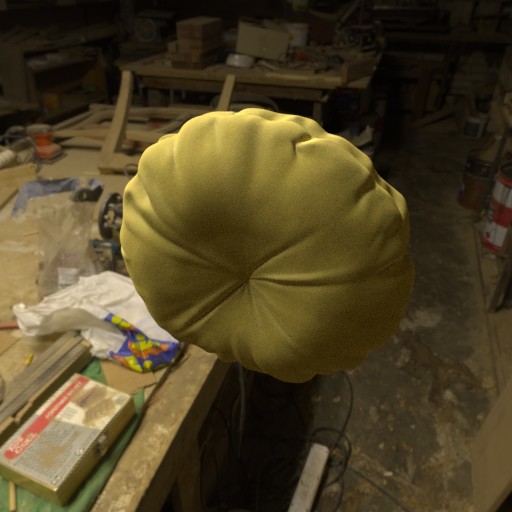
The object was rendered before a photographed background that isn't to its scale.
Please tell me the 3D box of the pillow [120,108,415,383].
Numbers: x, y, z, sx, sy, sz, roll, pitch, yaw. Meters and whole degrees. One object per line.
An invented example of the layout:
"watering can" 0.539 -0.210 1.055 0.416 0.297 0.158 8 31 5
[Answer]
"pillow" 0.000 0.000 0.631 0.428 0.407 0.148 11 35 16
